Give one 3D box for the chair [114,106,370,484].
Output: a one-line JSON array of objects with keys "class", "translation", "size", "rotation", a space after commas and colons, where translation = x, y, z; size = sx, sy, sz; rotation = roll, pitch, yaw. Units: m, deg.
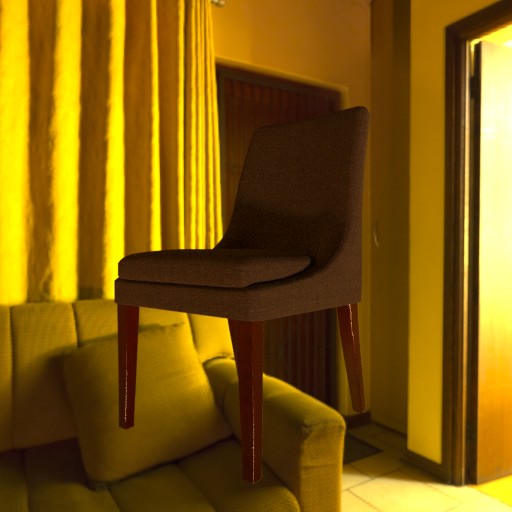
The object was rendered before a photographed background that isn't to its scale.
[{"class": "chair", "translation": [0.000, 0.000, 1.322], "size": [0.508, 0.952, 0.655], "rotation": [1, 2, 38]}]
